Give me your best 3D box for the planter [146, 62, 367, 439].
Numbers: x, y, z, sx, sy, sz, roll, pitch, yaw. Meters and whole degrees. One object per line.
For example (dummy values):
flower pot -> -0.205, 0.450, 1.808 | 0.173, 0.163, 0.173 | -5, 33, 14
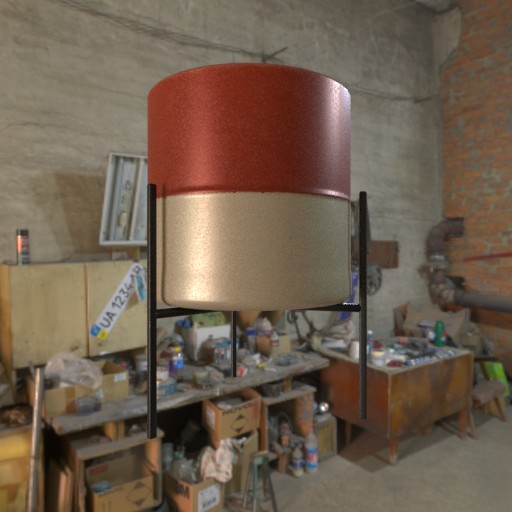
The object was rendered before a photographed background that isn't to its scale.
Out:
planter -> 0.000, 0.000, 0.517 | 0.251, 0.354, 0.235 | 0, 0, 18
